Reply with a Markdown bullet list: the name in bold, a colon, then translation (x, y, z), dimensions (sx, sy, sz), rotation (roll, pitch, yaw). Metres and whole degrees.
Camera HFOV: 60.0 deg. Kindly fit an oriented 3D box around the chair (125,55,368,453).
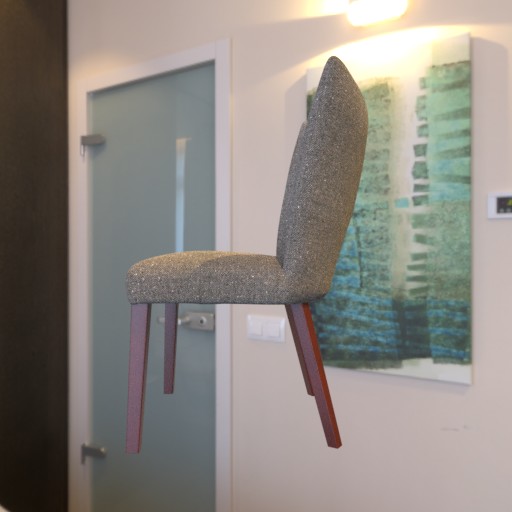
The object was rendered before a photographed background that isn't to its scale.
- **chair**: translation (0.000, 0.000, 1.273), dimensions (0.623, 0.924, 0.535), rotation (0, 0, 0)
